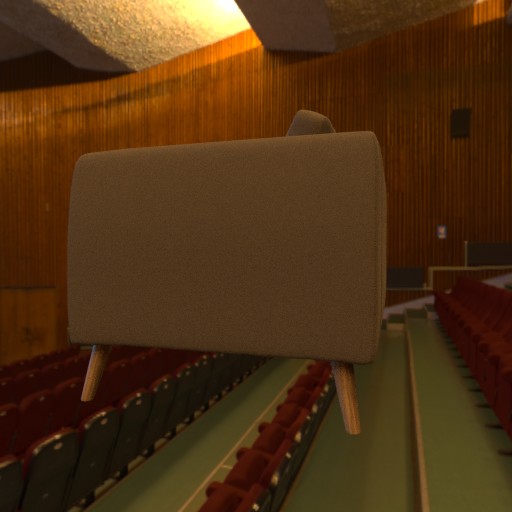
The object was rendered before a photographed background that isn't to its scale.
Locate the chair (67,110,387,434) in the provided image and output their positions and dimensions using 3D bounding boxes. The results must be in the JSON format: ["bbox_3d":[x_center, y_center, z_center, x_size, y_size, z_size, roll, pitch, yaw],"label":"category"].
[{"bbox_3d":[0.000,0.000,1.662,0.930,0.860,1.000,0,1,17],"label":"chair"}]
